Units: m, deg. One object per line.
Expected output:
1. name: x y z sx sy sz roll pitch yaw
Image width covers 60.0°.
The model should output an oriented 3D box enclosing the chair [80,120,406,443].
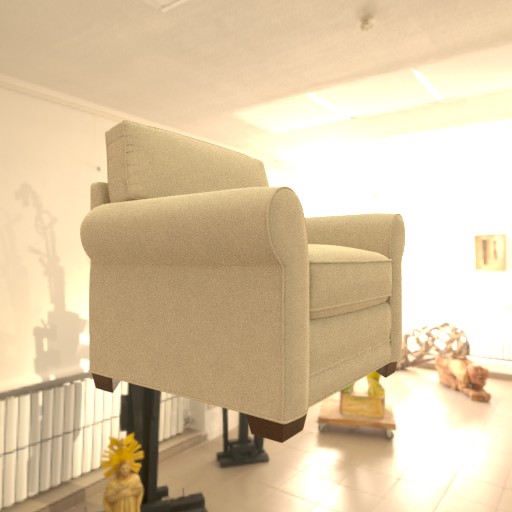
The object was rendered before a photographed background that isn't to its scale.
1. chair: 0.000 0.000 1.704 0.863 0.955 1.040 0 0 36
